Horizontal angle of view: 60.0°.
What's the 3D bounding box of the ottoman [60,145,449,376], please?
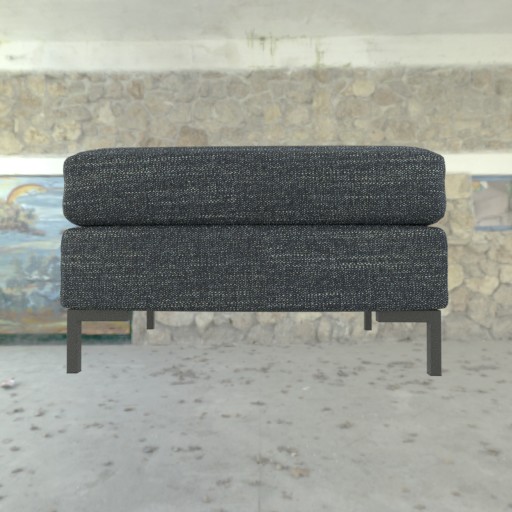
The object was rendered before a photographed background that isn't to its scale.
[{"bbox_3d":[0.000,0.000,1.214,0.814,0.491,0.667,0,-1,2],"label":"ottoman"}]
